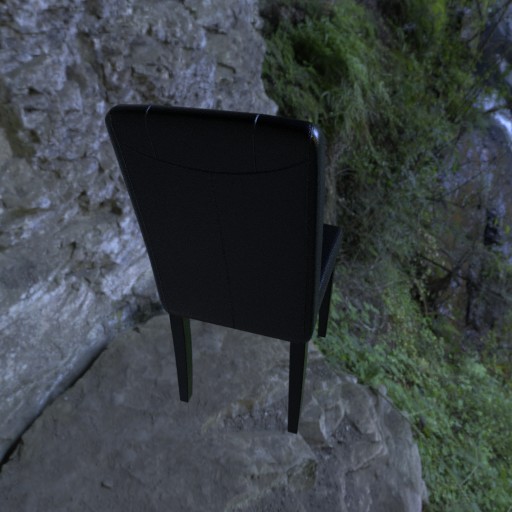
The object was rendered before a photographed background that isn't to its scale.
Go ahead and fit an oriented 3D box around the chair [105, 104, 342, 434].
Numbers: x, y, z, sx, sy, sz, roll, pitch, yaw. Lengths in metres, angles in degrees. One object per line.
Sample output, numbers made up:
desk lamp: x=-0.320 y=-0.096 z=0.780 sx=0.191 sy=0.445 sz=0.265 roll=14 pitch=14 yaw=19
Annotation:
chair: x=0.000 y=0.000 z=1.188 sx=0.399 sy=0.897 sz=0.556 roll=10 pitch=34 yaw=16
